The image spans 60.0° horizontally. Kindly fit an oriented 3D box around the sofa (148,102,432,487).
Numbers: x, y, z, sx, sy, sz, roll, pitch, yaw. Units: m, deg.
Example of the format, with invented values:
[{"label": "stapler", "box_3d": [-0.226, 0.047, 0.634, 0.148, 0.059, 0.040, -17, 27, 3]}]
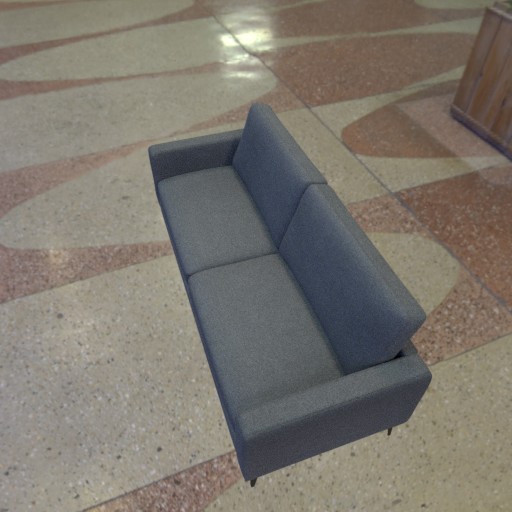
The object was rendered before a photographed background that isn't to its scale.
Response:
[{"label": "sofa", "box_3d": [0.000, 0.000, 2.321, 0.774, 0.828, 1.925, -14, 48, -13]}]
